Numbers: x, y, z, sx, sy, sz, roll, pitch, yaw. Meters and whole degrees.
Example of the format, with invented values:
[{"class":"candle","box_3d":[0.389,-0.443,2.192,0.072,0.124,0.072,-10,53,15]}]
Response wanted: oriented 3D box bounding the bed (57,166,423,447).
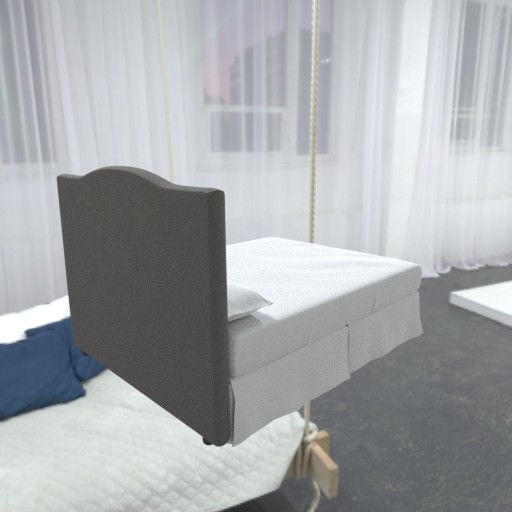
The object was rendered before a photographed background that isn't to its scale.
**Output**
[{"class":"bed","box_3d":[0.000,0.000,3.459,2.282,1.436,1.821,-13,19,-43]}]
